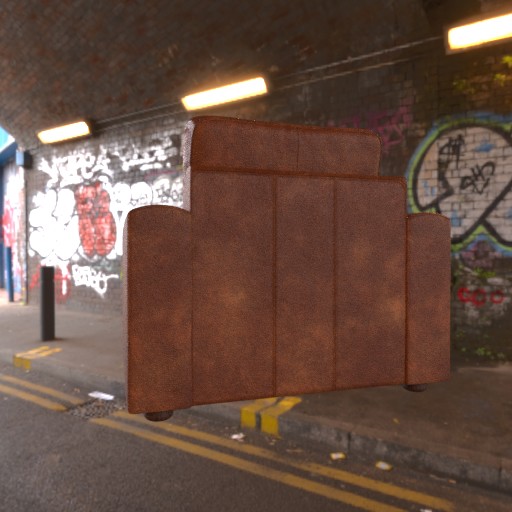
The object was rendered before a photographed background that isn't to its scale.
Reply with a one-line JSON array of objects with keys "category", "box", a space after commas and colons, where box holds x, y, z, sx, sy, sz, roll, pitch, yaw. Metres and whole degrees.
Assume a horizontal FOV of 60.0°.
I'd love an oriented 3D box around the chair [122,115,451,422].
[{"category": "chair", "box": [0.000, 0.000, 1.751, 1.005, 0.873, 1.016, 0, 1, -17]}]
